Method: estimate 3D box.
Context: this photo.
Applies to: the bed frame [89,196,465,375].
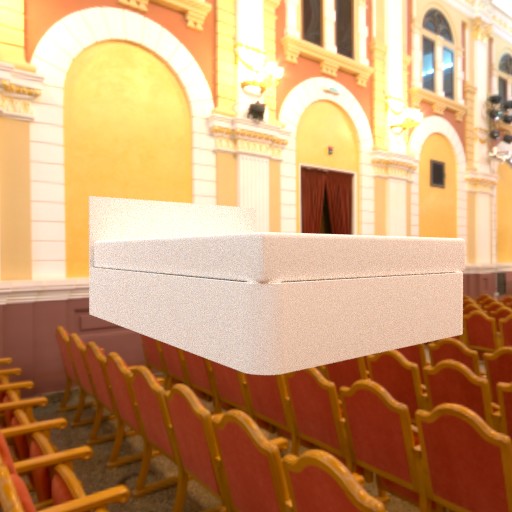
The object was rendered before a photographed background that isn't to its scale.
[{"bbox_3d":[0.000,0.000,2.666,1.400,0.800,1.900,-1,1,-37],"label":"bed frame"}]
